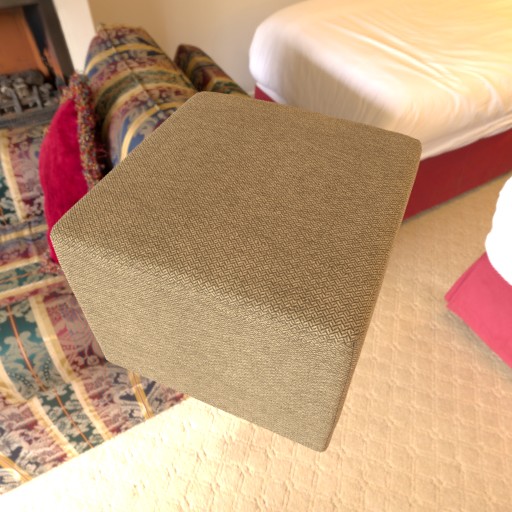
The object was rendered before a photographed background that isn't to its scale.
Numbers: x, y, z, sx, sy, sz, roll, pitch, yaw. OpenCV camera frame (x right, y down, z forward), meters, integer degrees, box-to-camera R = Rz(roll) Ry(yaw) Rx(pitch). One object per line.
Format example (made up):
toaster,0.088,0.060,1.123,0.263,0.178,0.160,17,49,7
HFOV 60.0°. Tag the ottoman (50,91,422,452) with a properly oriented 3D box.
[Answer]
ottoman,0.000,0.000,0.918,0.512,0.453,0.519,18,50,16
